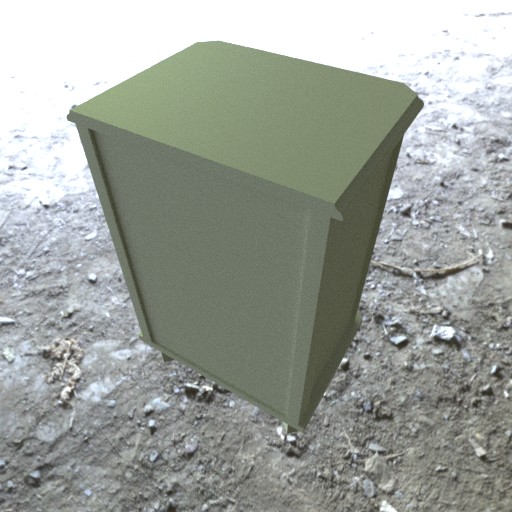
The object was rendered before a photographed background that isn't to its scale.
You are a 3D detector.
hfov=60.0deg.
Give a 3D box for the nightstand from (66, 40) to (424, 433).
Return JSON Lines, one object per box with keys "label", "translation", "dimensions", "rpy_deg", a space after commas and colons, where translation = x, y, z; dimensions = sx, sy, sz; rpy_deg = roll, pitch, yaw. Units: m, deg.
{"label": "nightstand", "translation": [0.000, 0.000, 0.904], "dimensions": [0.435, 0.681, 0.351], "rpy_deg": [23, 50, 21]}
